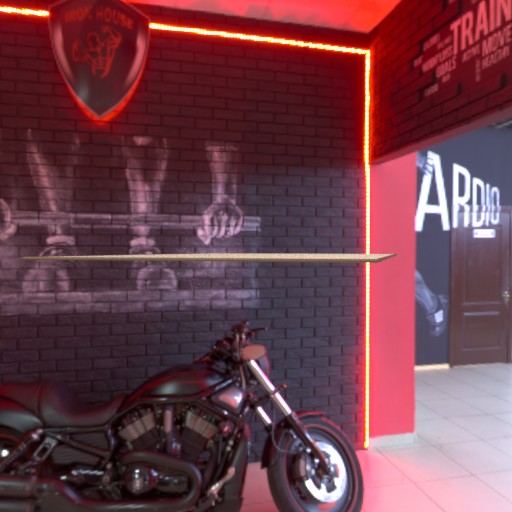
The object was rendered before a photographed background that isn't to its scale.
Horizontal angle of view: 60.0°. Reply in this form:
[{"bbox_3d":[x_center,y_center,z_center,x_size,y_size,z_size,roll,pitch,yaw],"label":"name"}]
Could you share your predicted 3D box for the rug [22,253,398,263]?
[{"bbox_3d":[0.000,0.000,4.088,2.413,0.020,3.041,0,1,19],"label":"rug"}]
